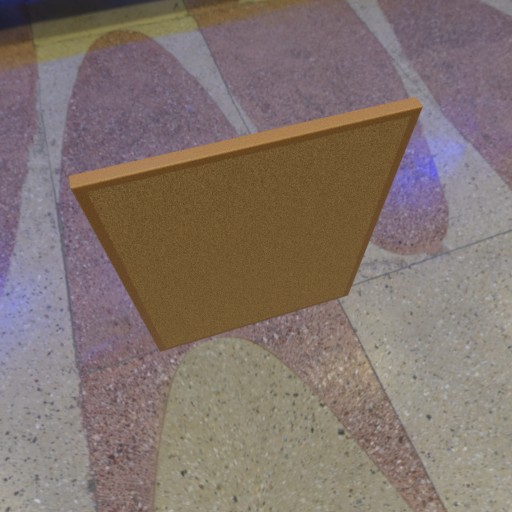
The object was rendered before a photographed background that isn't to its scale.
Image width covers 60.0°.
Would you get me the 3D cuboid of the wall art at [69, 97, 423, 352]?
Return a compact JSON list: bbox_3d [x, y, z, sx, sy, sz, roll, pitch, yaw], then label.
[{"bbox_3d":[0.000,0.000,0.782,0.452,0.553,0.022,-15,60,-9],"label":"wall art"}]
